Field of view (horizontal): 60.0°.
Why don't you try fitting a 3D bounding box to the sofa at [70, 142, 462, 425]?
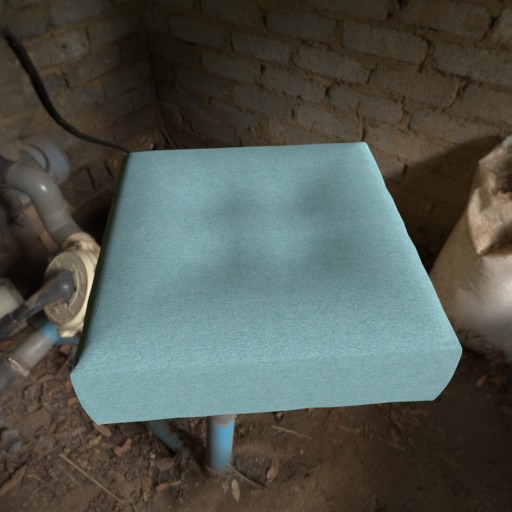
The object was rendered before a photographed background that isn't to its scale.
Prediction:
[{"bbox_3d":[0.000,0.000,1.425,0.930,0.330,0.930,-3,46,-3],"label":"sofa"}]
